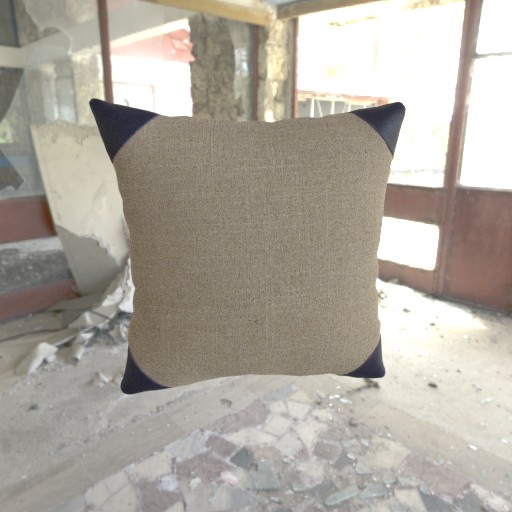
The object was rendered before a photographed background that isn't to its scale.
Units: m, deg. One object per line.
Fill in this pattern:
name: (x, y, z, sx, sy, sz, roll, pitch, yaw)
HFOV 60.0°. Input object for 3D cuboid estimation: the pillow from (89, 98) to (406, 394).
pillow: (0.000, 0.000, 0.661, 0.440, 0.441, 0.147, -2, 16, -7)
